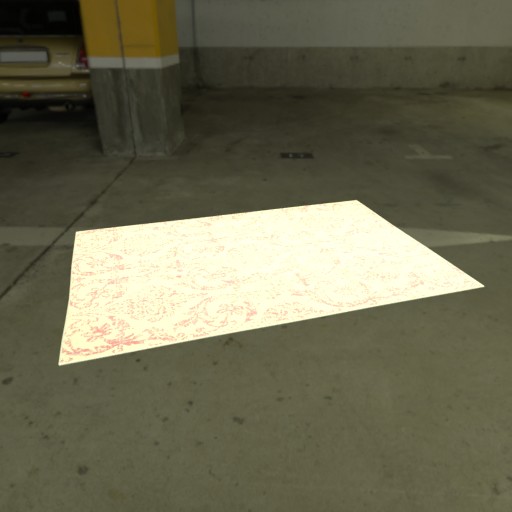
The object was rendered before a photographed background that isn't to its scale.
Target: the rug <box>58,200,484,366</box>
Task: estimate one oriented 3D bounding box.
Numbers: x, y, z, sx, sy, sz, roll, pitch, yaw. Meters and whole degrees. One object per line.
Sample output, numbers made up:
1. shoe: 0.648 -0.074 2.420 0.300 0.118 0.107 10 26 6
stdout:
1. rug: 0.000 0.000 3.475 2.746 0.018 1.819 -8 28 -15
